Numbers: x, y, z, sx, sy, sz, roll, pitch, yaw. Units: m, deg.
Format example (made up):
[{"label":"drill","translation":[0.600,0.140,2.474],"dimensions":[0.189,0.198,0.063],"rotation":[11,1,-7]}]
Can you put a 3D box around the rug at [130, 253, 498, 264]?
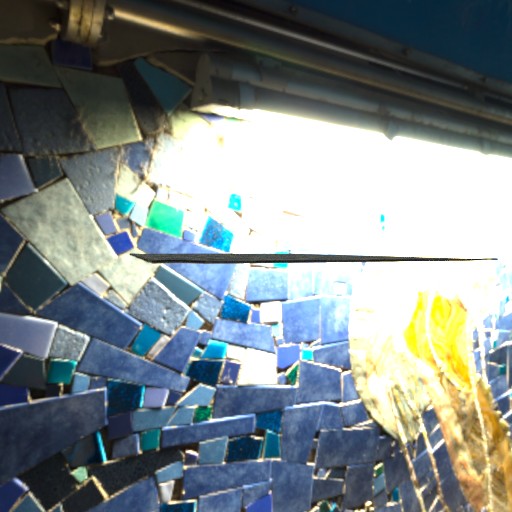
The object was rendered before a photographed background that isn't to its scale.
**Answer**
[{"label":"rug","translation":[0.000,0.000,2.041],"dimensions":[1.072,0.013,1.698],"rotation":[0,1,-18]}]
